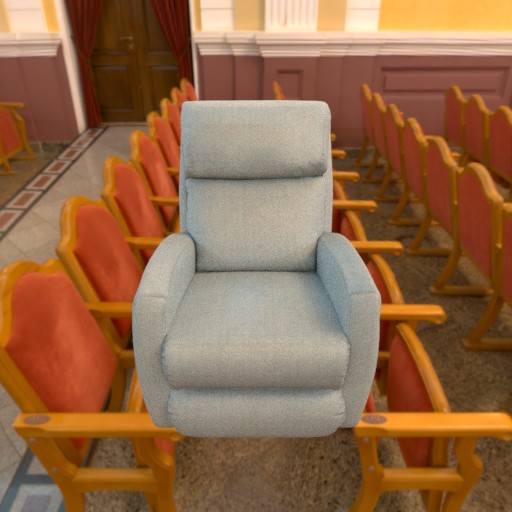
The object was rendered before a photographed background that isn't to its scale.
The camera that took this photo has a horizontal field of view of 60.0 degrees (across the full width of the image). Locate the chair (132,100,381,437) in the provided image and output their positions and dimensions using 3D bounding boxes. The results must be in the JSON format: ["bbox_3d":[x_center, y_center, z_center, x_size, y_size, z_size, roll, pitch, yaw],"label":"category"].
[{"bbox_3d":[0.000,0.000,1.701,0.794,1.016,0.940,0,30,0],"label":"chair"}]
